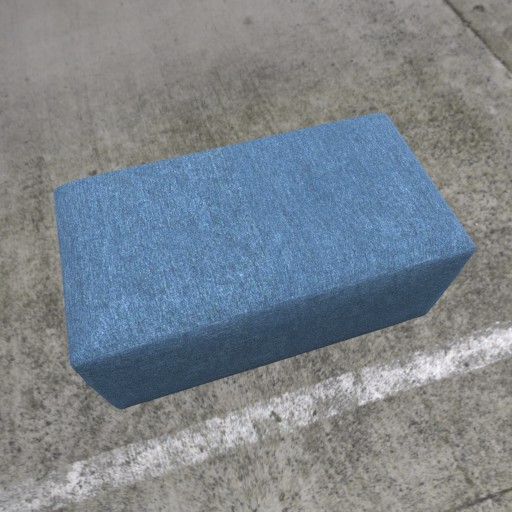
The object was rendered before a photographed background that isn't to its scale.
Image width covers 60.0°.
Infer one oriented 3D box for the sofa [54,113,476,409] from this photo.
[{"bbox_3d":[0.000,0.000,1.191,0.930,0.470,0.480,-15,60,-9],"label":"sofa"}]
